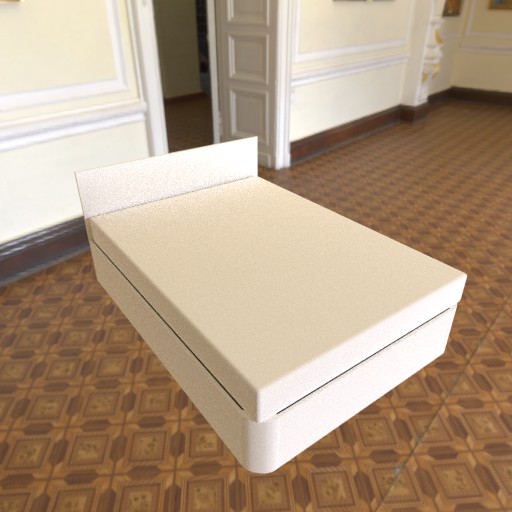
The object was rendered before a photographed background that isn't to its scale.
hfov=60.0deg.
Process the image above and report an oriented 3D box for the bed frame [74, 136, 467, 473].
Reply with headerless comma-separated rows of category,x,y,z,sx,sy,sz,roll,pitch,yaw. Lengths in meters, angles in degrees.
bed frame,0.000,0.000,2.644,1.400,0.800,1.900,-20,36,-31
